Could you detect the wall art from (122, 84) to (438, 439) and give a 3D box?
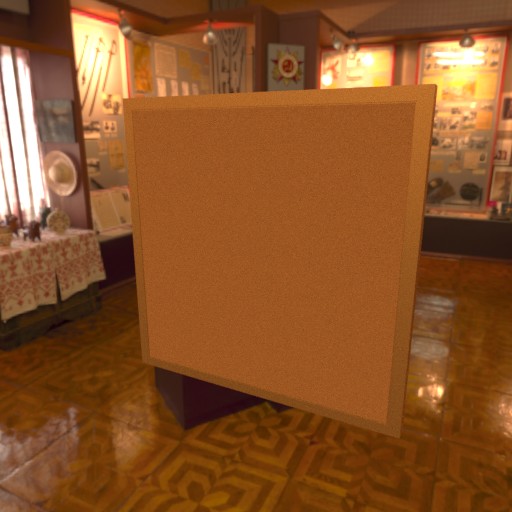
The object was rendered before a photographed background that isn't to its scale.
[{"bbox_3d":[0.000,0.000,2.782,1.926,1.926,0.099,8,17,26],"label":"wall art"}]
